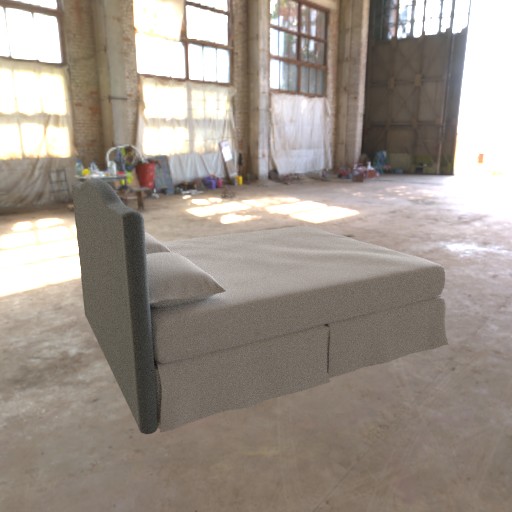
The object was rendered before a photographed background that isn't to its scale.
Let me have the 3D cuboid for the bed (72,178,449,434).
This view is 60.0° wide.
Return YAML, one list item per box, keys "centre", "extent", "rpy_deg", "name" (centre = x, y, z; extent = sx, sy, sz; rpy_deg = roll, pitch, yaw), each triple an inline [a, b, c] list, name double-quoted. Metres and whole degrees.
- centre: [0.000, 0.000, 3.929]
  extent: [2.689, 1.457, 2.161]
  rpy_deg: [-8, 17, -28]
  name: "bed"
